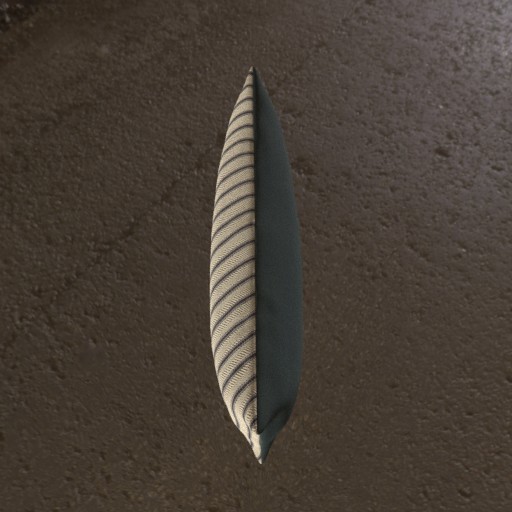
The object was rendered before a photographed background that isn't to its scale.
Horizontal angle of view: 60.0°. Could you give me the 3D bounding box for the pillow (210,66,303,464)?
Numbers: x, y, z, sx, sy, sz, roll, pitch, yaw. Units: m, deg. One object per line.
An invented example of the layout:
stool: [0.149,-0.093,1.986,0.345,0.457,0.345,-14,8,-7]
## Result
pillow: [0.000,0.000,0.744,0.151,0.305,0.609,-1,60,0]
